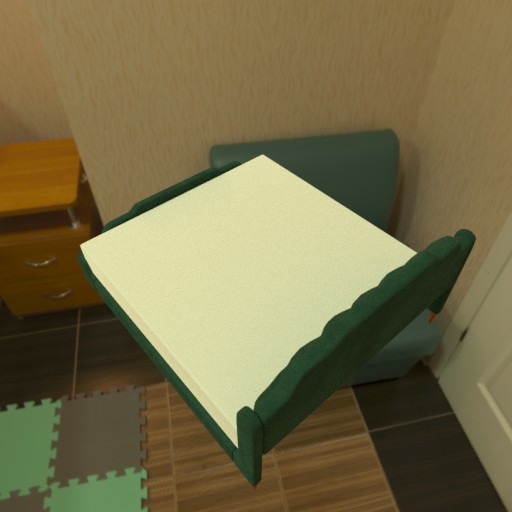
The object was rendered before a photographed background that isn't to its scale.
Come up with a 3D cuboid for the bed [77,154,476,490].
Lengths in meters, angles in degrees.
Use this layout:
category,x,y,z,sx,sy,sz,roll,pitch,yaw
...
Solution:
category,x,y,z,sx,sy,sz,roll,pitch,yaw
bed,0.000,0.000,3.503,2.074,1.245,2.340,-32,54,-27
